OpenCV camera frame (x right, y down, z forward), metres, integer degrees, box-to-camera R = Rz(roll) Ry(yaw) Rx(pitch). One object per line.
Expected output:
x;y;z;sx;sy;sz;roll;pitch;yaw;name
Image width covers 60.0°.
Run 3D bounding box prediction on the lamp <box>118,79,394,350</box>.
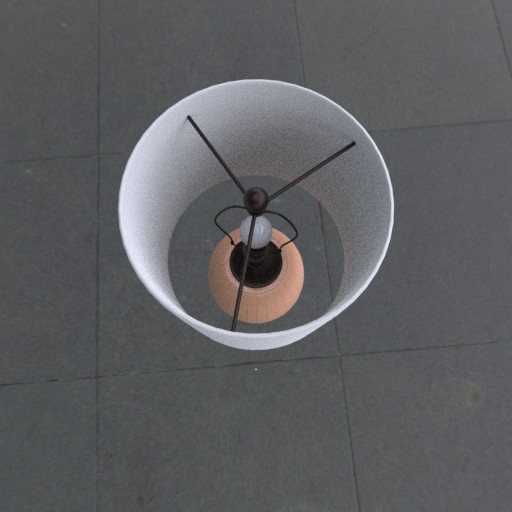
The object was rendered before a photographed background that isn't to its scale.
0.000;0.000;0.790;0.329;0.570;0.329;0;76;0;lamp
